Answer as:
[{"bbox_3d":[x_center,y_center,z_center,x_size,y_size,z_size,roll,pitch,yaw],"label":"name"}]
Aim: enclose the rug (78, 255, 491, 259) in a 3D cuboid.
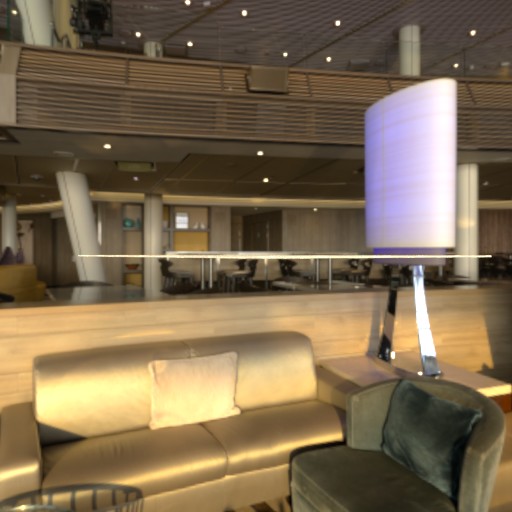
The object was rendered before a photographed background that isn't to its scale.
[{"bbox_3d":[0.000,0.000,4.335,2.438,0.013,3.353,0,0,-37],"label":"rug"}]
